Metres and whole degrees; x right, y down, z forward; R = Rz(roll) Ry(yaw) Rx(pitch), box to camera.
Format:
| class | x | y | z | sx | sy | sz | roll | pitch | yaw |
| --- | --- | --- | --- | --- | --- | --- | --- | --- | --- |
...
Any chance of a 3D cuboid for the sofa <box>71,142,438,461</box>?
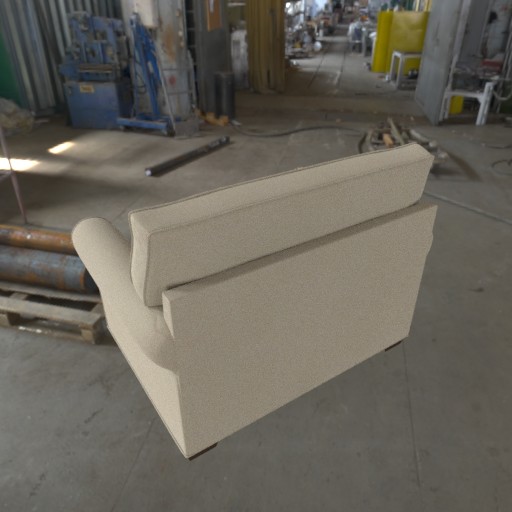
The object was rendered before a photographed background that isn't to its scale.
| class | x | y | z | sx | sy | sz | roll | pitch | yaw |
| --- | --- | --- | --- | --- | --- | --- | --- | --- | --- |
| sofa | 0.000 | 0.000 | 2.049 | 1.405 | 1.006 | 0.937 | -19 | 35 | -29 |
